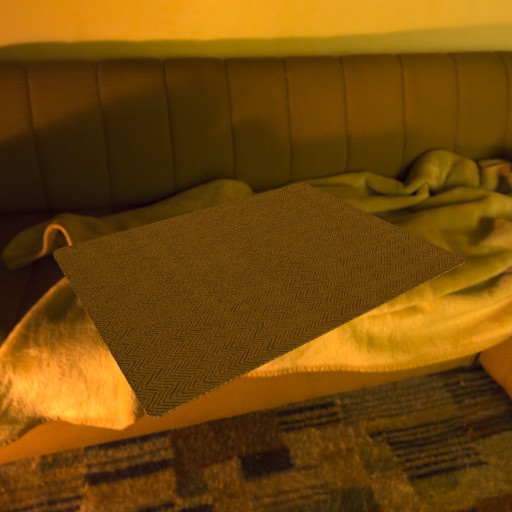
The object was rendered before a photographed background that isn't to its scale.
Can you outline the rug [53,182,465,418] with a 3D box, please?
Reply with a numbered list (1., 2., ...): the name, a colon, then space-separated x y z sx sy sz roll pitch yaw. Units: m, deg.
1. rug: 0.000 0.000 4.277 3.207 0.014 2.439 -20 36 -29
